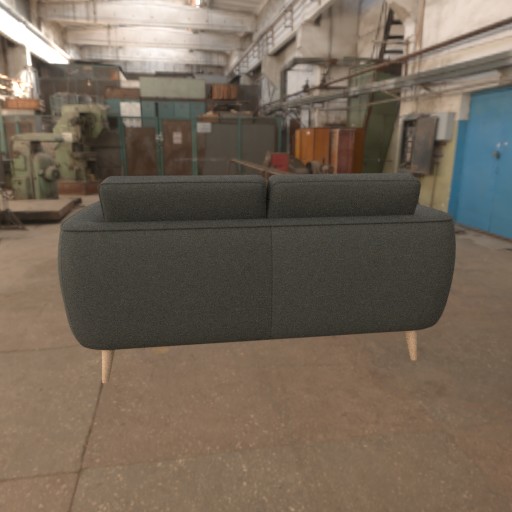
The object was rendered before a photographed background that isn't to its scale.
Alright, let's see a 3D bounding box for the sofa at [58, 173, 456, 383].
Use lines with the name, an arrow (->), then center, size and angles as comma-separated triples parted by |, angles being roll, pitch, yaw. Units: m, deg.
sofa -> 0.000, 0.000, 2.223 | 1.700, 0.850, 0.920 | -2, 15, -8
